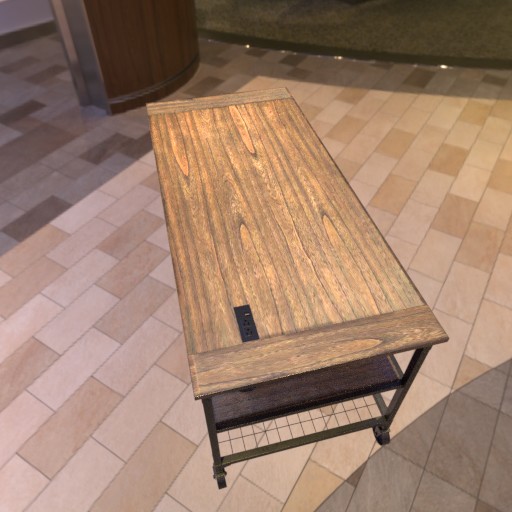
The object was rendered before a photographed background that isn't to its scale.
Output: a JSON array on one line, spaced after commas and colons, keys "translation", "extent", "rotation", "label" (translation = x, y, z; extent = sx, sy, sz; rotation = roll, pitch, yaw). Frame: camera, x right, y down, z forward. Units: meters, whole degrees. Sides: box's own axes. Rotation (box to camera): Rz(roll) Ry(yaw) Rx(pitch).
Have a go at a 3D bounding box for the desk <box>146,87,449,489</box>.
[{"translation": [0.000, 0.000, 1.958], "extent": [0.711, 0.751, 1.590], "rotation": [-10, 47, -10], "label": "desk"}]
